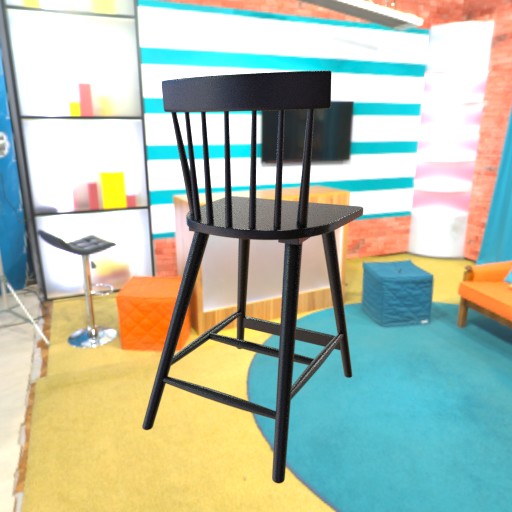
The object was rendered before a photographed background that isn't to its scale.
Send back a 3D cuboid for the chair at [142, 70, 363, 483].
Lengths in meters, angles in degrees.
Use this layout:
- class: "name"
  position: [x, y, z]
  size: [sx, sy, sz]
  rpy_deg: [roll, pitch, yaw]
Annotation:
- class: "chair"
  position: [0.000, 0.000, 1.280]
  size: [0.483, 0.952, 0.572]
  rpy_deg: [8, 18, 27]
